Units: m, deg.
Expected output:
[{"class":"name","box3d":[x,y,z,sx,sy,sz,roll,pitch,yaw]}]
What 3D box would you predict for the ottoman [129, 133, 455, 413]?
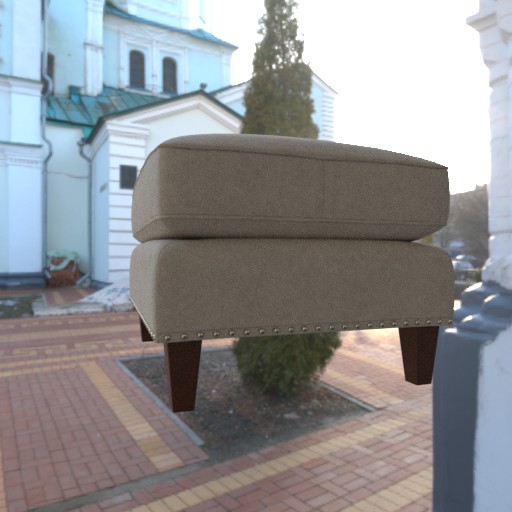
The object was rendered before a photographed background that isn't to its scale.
[{"class":"ottoman","box3d":[0.000,0.000,1.121,0.584,0.513,0.741,0,0,-19]}]
